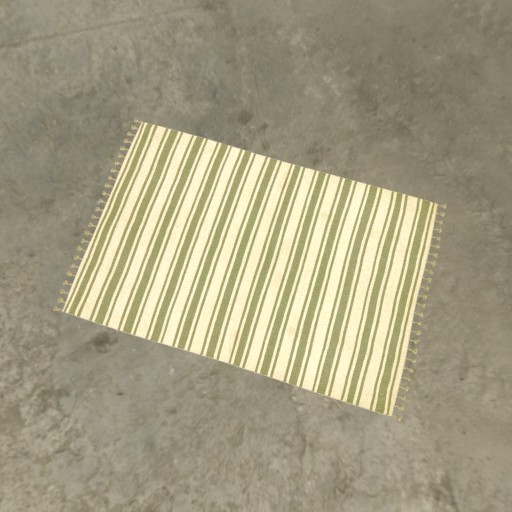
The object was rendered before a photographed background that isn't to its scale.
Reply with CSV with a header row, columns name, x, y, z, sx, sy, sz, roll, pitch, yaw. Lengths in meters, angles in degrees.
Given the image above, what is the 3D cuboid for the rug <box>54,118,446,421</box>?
name,x,y,z,sx,sy,sz,roll,pitch,yaw
rug,0.000,0.000,3.107,2.435,0.018,1.540,17,76,4
